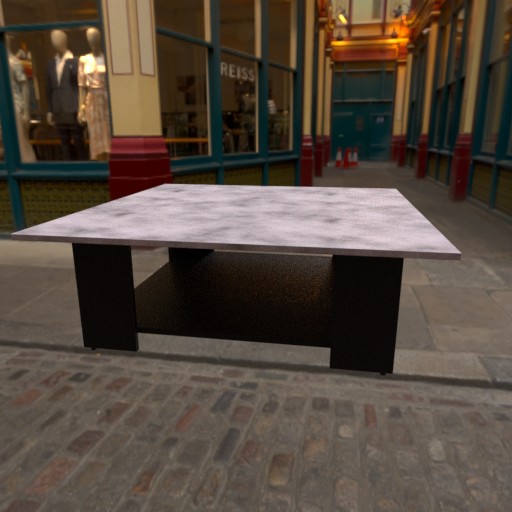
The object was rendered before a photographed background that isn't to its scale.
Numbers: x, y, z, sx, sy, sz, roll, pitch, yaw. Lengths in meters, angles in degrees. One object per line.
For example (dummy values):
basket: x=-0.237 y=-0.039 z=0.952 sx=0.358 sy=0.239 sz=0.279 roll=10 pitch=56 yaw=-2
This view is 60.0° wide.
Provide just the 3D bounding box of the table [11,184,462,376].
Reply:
table: x=0.000 y=0.000 z=1.319 sx=0.890 sy=0.305 sz=0.890 roll=3 pitch=16 yaw=9
